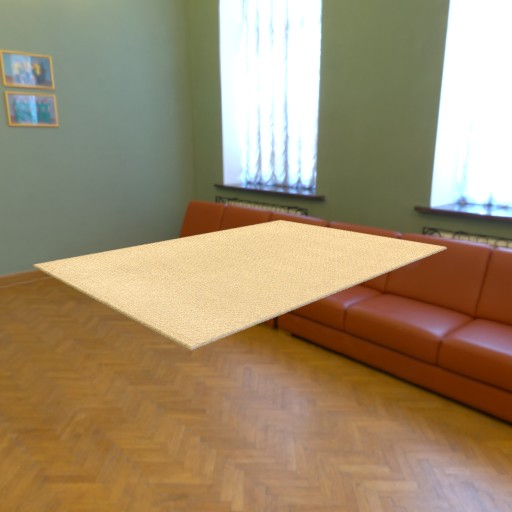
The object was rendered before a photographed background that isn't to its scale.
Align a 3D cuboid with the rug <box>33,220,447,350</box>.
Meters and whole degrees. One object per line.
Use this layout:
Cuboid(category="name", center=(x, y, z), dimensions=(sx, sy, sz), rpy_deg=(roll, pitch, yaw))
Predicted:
Cuboid(category="rug", center=(0.000, 0.000, 2.786), dimensions=(2.144, 0.013, 1.509), rpy_deg=(-14, 20, -43))
